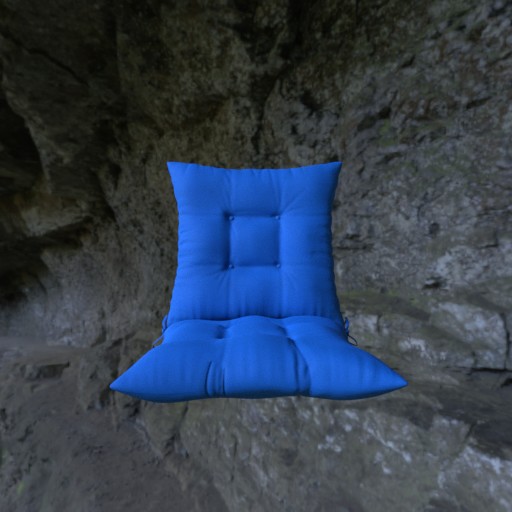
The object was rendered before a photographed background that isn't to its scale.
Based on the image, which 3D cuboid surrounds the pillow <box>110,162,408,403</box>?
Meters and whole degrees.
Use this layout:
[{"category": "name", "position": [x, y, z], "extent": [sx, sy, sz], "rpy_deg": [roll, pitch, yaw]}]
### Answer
[{"category": "pillow", "position": [0.000, 0.000, 1.028], "extent": [0.541, 0.536, 0.585], "rpy_deg": [0, 1, -1]}]
